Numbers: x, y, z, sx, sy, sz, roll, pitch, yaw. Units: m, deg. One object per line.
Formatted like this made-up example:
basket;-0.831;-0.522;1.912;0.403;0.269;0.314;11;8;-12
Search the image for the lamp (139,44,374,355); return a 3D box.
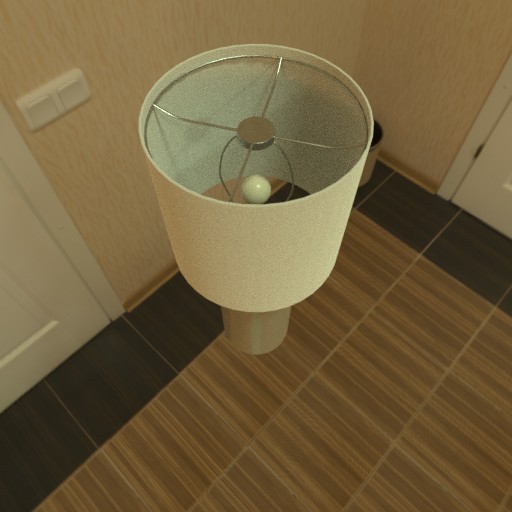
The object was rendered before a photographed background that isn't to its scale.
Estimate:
lamp;0.000;0.000;0.612;0.212;0.493;0.212;13;59;8
